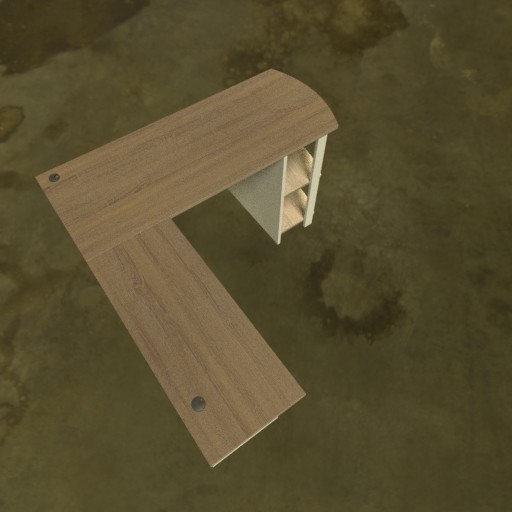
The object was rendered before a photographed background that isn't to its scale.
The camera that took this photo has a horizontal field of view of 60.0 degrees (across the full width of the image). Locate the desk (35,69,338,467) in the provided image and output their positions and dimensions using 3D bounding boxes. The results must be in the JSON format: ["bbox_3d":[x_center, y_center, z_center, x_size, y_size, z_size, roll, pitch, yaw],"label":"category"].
[{"bbox_3d":[0.000,0.000,2.068,1.303,0.716,1.361,-31,63,-18],"label":"desk"}]
